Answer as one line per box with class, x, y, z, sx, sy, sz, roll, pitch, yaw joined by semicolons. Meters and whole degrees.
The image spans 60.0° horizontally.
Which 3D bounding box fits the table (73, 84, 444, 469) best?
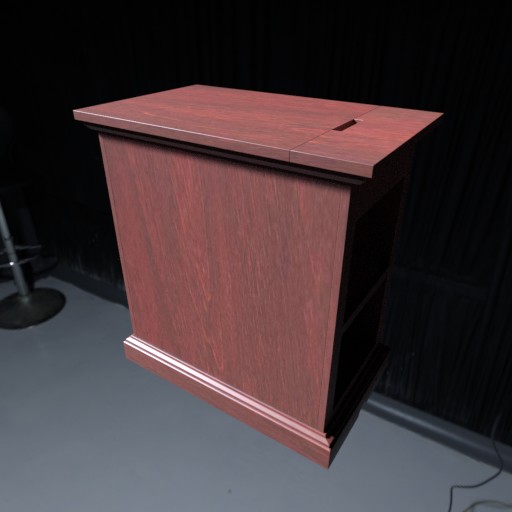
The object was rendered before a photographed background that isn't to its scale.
table;0.000;0.000;0.968;0.584;0.612;0.356;18;34;29
